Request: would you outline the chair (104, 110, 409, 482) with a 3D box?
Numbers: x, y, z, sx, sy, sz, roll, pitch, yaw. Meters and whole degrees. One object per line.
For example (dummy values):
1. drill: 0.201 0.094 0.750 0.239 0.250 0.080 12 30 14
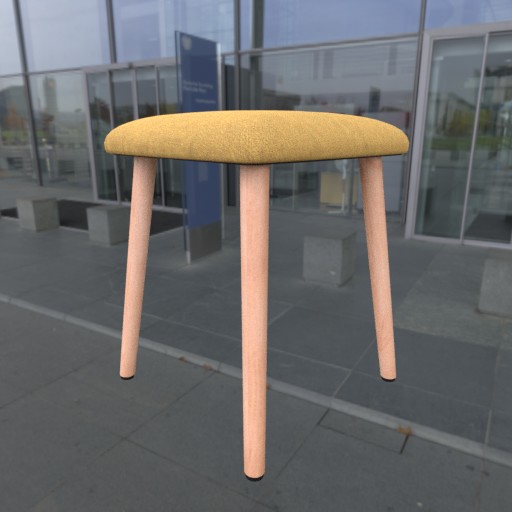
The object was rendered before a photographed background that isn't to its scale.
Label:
1. chair: 0.000 0.000 0.710 0.350 0.440 0.350 -15 21 -42
